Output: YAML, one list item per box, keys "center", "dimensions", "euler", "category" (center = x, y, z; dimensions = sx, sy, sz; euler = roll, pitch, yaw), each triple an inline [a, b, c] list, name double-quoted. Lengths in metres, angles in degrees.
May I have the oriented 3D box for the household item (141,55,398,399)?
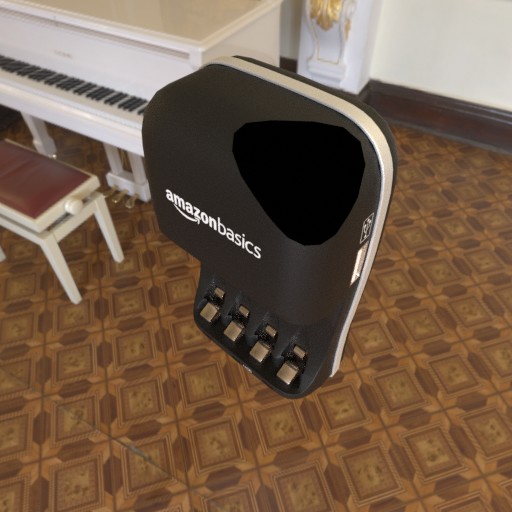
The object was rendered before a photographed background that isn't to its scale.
- center: [0.000, 0.000, 0.148]
  dimensions: [0.070, 0.114, 0.038]
  euler: [33, 55, 27]
  category: "household item"
